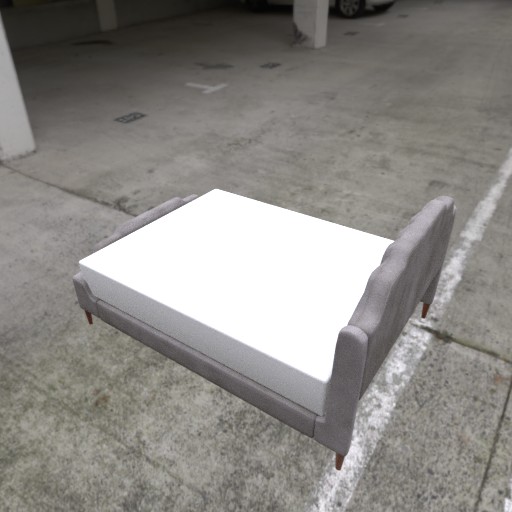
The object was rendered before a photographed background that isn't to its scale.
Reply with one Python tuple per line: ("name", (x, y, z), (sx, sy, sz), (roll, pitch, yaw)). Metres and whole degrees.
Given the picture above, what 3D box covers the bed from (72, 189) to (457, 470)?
("bed", (0.000, 0.000, 3.324), (2.340, 1.245, 1.676), (20, 37, 29))
